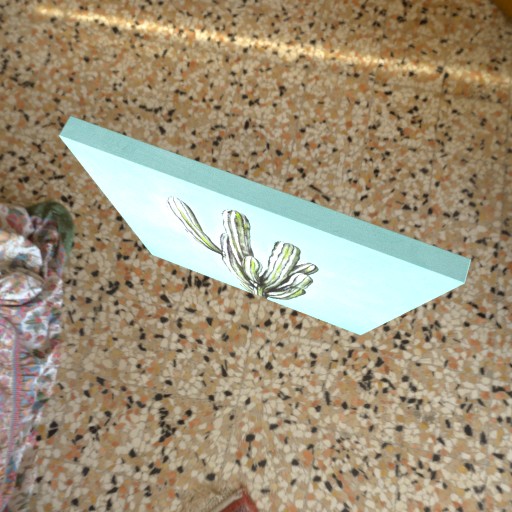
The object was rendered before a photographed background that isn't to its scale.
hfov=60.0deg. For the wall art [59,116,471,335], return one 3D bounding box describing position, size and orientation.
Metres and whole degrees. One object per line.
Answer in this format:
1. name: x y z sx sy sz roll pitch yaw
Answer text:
1. wall art: 0.000 0.000 0.906 0.603 0.603 0.036 21 75 6
